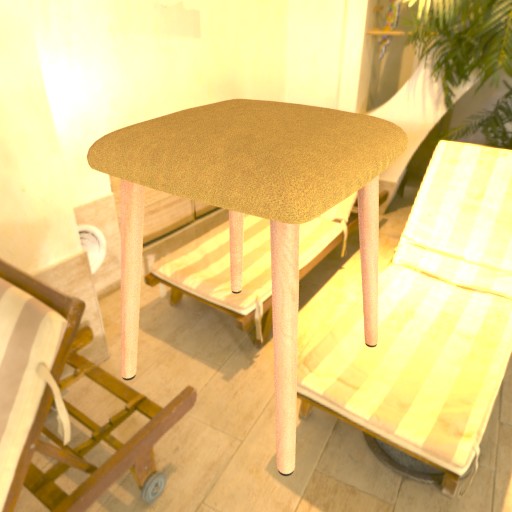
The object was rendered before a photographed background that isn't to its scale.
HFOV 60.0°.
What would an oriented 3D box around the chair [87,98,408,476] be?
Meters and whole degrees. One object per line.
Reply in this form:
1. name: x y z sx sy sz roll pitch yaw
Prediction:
1. chair: 0.000 0.000 0.707 0.350 0.440 0.350 19 35 29
